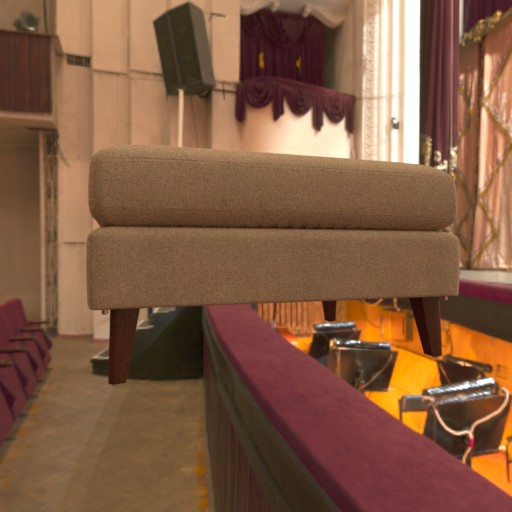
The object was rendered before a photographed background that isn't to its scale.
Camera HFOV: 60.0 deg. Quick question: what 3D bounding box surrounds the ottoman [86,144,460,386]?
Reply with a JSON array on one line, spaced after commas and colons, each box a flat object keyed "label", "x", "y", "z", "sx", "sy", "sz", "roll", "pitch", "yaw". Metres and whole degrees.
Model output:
[{"label": "ottoman", "x": 0.000, "y": 0.000, "z": 1.194, "sx": 0.823, "sy": 0.478, "sz": 0.610, "roll": 0, "pitch": 1, "yaw": -18}]
